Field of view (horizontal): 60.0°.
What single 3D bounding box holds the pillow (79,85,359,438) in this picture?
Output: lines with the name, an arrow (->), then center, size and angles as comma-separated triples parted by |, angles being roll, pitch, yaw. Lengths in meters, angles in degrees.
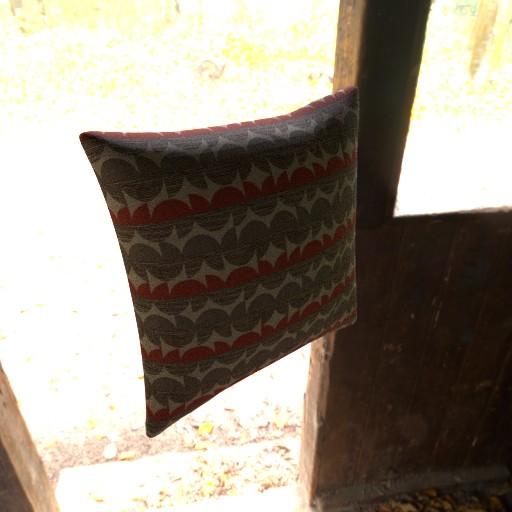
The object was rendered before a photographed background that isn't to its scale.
pillow -> 0.000, 0.000, 0.631 | 0.420, 0.410, 0.180 | -22, 37, -32
